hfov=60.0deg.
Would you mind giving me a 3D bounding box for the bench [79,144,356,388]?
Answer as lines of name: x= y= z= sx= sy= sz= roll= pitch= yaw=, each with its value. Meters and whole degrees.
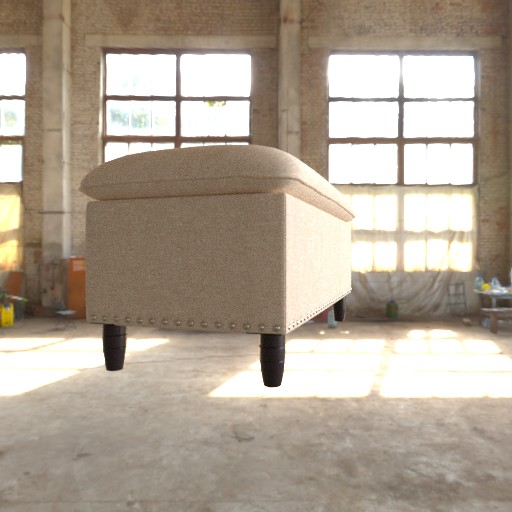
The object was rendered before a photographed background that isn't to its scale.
bench: x=0.000 y=0.000 z=1.293 sx=0.483 sy=0.483 sz=0.991 roll=0 pitch=0 yaw=19
